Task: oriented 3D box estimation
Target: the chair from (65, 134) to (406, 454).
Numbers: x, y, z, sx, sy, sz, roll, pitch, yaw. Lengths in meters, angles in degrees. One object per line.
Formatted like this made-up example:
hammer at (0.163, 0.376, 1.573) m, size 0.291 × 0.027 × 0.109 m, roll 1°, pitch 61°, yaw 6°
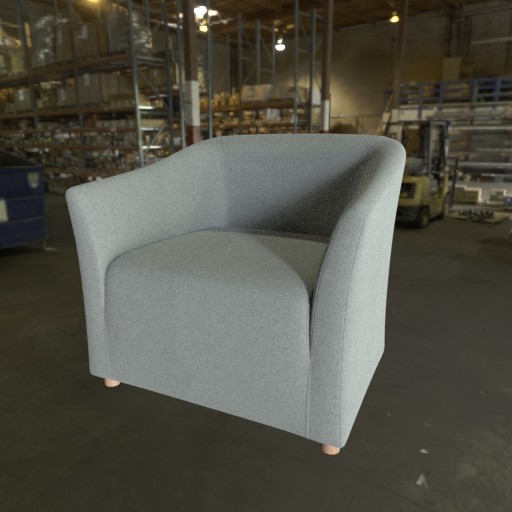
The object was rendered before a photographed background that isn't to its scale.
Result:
chair at (0.000, 0.000, 1.340) m, size 0.790 × 0.720 × 0.700 m, roll 7°, pitch 16°, yaw 25°
